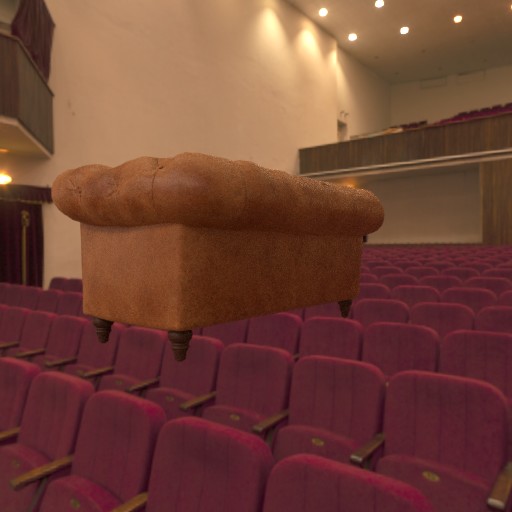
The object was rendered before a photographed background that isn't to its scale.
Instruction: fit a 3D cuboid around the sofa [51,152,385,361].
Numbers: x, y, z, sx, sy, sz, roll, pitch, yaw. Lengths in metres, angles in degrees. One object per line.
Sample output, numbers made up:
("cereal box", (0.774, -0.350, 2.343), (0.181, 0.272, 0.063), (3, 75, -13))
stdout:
("sofa", (0.000, 0.000, 2.593), (1.042, 0.877, 1.979), (1, 1, 38))
